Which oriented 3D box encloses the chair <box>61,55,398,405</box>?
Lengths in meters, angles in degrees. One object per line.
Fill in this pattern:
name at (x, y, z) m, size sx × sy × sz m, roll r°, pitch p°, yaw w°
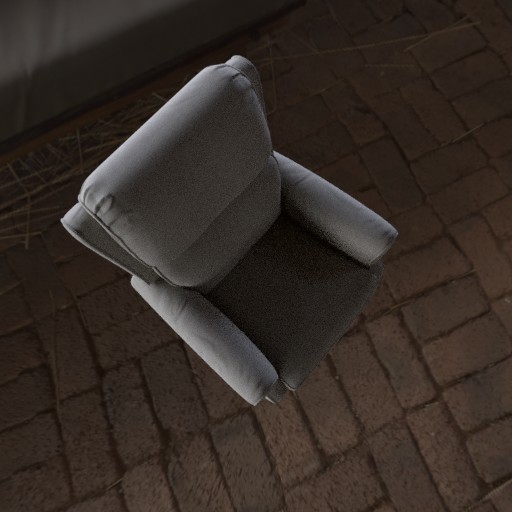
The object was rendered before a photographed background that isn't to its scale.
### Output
chair at (0.000, 0.000, 1.743) m, size 0.919 × 1.046 × 0.859 m, roll 40°, pitch 78°, yaw 10°
